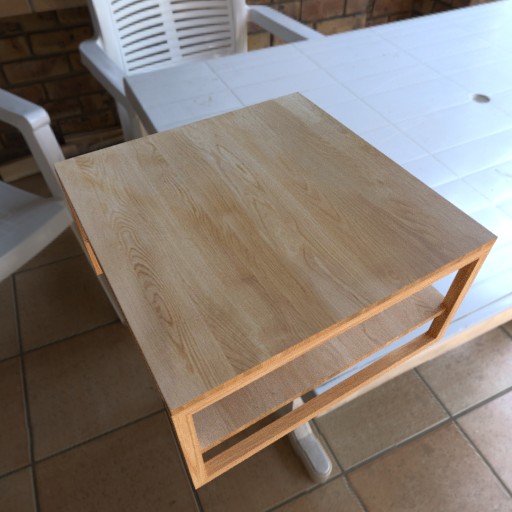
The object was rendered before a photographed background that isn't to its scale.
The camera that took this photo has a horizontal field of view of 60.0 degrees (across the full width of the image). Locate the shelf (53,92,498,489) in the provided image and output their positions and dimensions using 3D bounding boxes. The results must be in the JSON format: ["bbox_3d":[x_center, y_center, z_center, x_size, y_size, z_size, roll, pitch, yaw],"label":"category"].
[{"bbox_3d":[0.000,0.000,1.407,0.899,0.480,0.899,-23,51,-20],"label":"shelf"}]
